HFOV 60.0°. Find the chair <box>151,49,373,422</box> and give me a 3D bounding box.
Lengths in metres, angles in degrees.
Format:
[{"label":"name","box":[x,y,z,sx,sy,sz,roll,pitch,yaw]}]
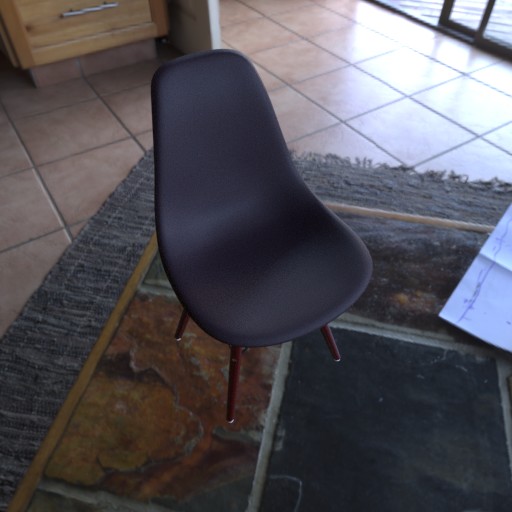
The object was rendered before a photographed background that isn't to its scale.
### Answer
[{"label":"chair","box":[0.000,0.000,1.123,0.470,0.826,0.533,-24,51,-21]}]
